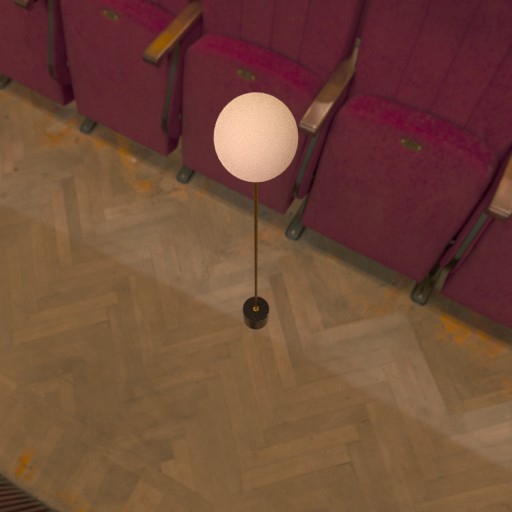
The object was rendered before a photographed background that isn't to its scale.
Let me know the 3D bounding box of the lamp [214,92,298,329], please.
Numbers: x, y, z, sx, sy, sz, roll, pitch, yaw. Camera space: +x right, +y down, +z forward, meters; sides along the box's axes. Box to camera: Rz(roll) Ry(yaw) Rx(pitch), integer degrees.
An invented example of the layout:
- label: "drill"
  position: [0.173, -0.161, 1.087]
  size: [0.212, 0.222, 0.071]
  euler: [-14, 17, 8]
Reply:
- label: "lamp"
  position: [0.000, 0.000, 1.889]
  size: [0.229, 1.748, 0.229]
  euler: [28, 68, 12]
